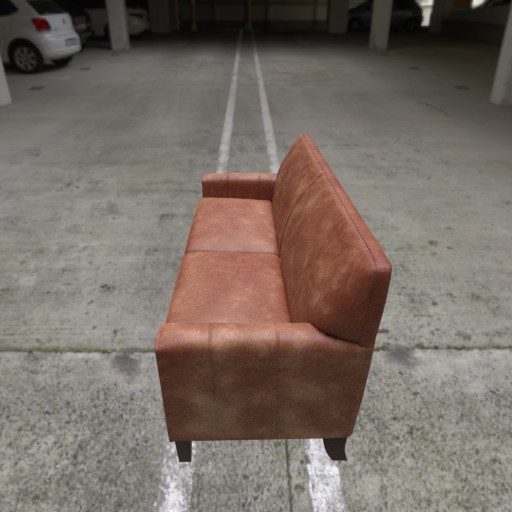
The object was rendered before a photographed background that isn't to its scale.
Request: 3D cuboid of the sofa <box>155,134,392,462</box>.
[{"bbox_3d":[0.000,0.000,2.475,0.805,0.947,2.053,-1,27,-1],"label":"sofa"}]
